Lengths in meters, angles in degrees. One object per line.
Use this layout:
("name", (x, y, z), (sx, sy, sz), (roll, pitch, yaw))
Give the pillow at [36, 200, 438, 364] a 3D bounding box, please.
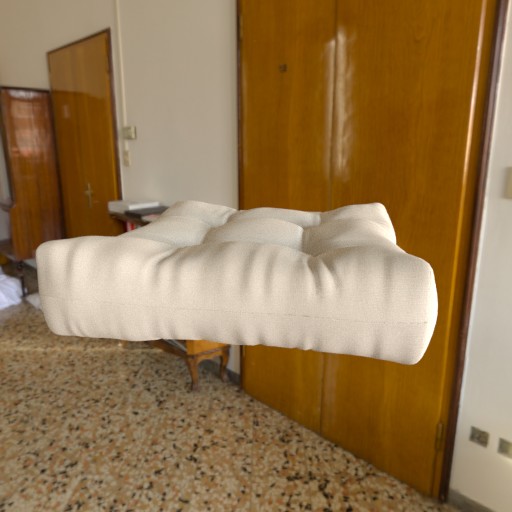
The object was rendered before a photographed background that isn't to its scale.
("pillow", (0.000, 0.000, 0.711), (0.468, 0.128, 0.490), (2, 14, 10))
